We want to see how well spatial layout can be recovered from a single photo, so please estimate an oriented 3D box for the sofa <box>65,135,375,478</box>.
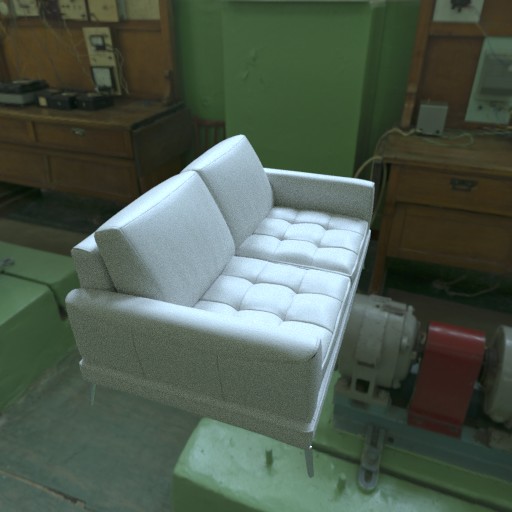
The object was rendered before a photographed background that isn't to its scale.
[{"bbox_3d":[0.000,0.000,2.456,1.121,0.930,1.819,10,32,17],"label":"sofa"}]
